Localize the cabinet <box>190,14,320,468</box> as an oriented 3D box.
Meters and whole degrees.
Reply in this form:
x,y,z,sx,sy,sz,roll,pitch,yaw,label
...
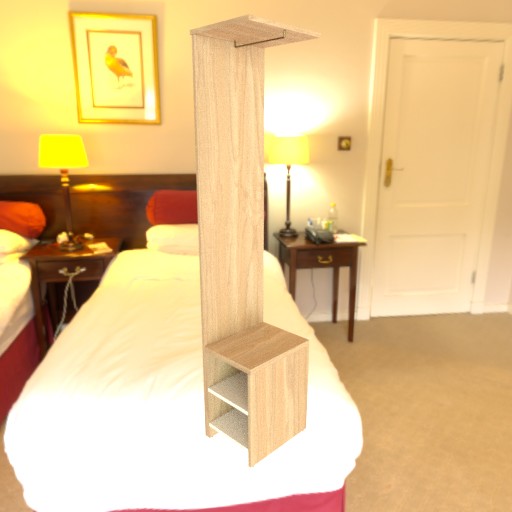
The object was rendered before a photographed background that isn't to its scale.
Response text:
x,y,z,sx,sy,sz,roll,pitch,yaw,label
0.000,0.000,2.036,0.338,1.879,0.411,15,21,43,cabinet
